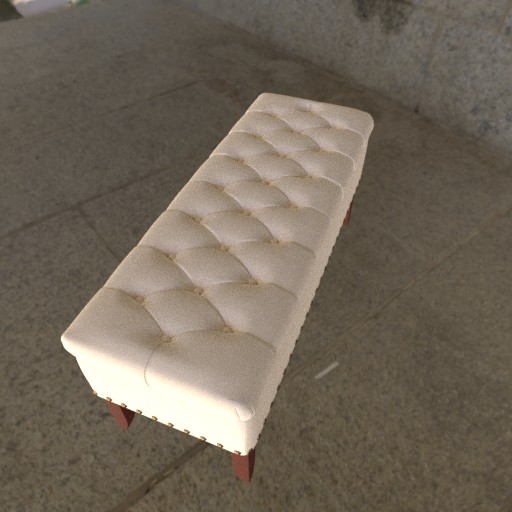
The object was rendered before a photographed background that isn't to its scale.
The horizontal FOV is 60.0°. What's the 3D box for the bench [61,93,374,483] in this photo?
[{"bbox_3d":[0.000,0.000,1.266,0.400,0.470,1.054,16,49,15],"label":"bench"}]
